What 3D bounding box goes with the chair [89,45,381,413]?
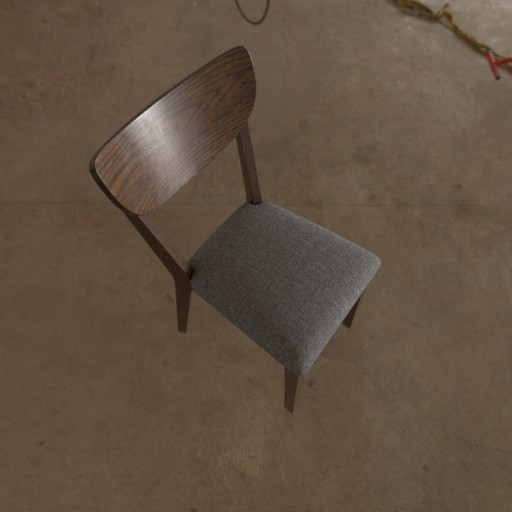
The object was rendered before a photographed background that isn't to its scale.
[{"bbox_3d":[0.000,0.000,1.228,0.583,0.849,0.491,32,64,18],"label":"chair"}]
